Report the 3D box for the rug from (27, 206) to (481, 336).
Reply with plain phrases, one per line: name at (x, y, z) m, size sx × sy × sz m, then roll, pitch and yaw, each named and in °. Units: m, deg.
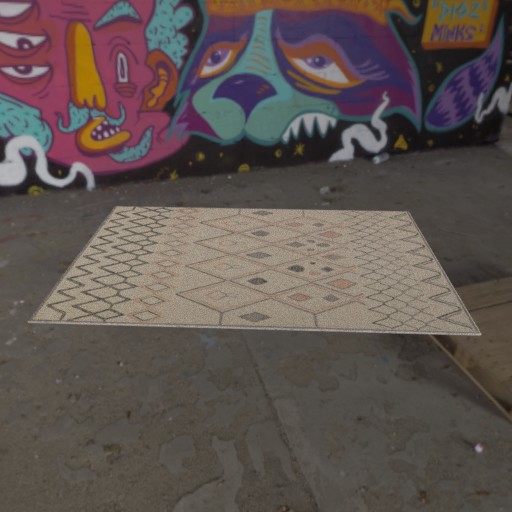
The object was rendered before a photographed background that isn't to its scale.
rug at (0.000, 0.000, 3.027) m, size 2.438 × 0.015 × 1.524 m, roll 1°, pitch 31°, yaw 2°
